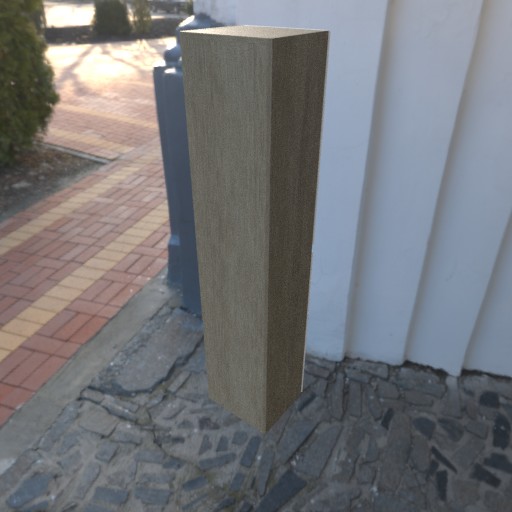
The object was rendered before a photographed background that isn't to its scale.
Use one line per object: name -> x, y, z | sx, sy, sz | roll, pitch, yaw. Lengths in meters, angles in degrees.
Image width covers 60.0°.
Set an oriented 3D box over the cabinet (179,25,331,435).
cabinet -> 0.000, 0.000, 1.540 | 0.300, 1.400, 0.270 | 22, 38, 31
